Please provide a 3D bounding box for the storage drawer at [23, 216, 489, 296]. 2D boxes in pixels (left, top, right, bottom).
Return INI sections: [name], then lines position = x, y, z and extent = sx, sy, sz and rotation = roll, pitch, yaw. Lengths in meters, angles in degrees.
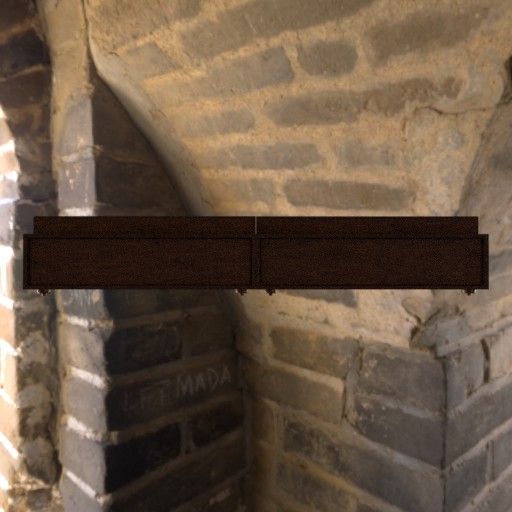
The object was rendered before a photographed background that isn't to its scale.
[storage drawer]
position = 0.000, 0.000, 2.208
extent = 1.914, 0.339, 0.774
rotation = 0, 0, 0
